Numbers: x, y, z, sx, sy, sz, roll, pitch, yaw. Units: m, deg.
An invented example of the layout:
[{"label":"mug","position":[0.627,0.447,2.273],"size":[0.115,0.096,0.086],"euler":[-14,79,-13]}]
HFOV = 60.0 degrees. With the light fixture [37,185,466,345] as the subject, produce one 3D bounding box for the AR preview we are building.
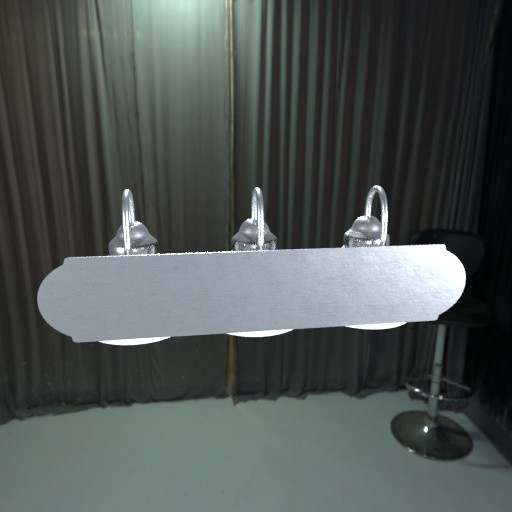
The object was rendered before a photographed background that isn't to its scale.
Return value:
[{"label":"light fixture","position":[0.000,0.000,0.714],"size":[0.610,0.222,0.199],"euler":[-2,15,-8]}]
